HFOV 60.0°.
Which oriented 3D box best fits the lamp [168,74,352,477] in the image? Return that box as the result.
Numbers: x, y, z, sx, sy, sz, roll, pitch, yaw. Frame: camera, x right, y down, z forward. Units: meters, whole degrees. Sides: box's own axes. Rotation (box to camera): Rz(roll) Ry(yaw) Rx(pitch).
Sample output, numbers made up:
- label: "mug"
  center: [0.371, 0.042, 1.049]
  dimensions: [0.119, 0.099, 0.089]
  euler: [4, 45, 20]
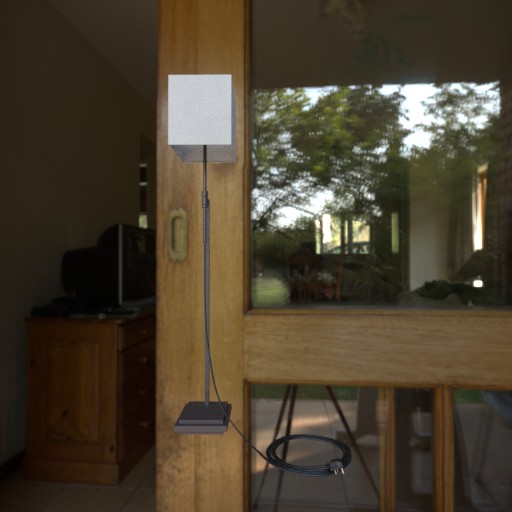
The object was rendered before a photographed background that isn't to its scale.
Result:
- label: "lamp"
  center: [0.000, 0.000, 1.948]
  dimensions: [0.774, 1.600, 0.698]
  euler: [0, -1, 1]
